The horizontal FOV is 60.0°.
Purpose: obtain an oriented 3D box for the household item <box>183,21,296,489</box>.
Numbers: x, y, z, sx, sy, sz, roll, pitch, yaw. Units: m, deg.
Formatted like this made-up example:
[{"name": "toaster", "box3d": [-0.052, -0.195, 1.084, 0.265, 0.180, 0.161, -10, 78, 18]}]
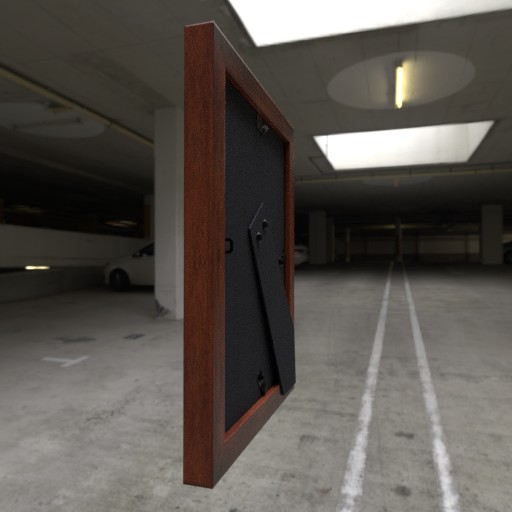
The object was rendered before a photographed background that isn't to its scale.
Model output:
[{"name": "household item", "box3d": [0.000, 0.000, 0.334, 0.020, 0.250, 0.200, 0, -1, 17]}]
